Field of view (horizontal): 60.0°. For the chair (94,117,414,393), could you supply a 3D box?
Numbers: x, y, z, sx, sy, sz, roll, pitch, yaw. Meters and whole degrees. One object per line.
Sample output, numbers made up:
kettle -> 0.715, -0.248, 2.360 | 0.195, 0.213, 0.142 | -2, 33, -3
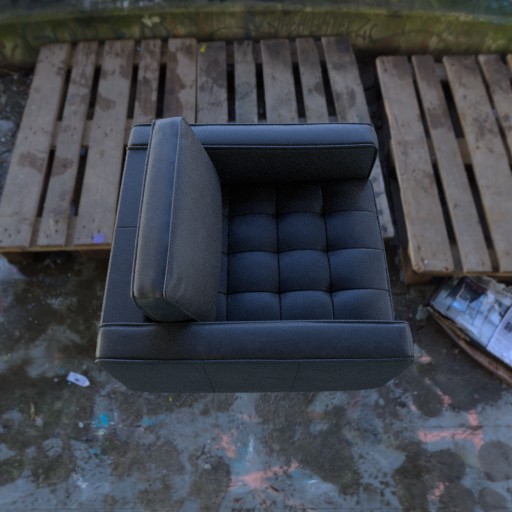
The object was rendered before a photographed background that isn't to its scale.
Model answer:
chair -> 0.000, 0.000, 1.589 | 0.914, 0.763, 0.889 | -1, 63, 0
